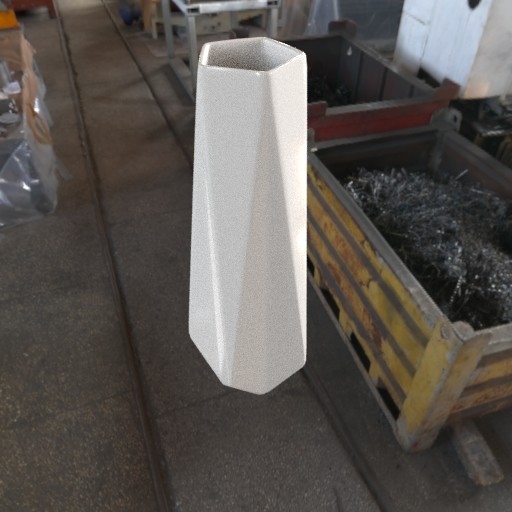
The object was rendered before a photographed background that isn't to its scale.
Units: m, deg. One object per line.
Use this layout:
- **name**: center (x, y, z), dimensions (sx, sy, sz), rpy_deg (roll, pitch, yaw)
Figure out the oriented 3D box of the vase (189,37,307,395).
- **vase**: center (0.000, 0.000, 0.380), dimensions (0.116, 0.329, 0.122), rpy_deg (25, 48, 25)
